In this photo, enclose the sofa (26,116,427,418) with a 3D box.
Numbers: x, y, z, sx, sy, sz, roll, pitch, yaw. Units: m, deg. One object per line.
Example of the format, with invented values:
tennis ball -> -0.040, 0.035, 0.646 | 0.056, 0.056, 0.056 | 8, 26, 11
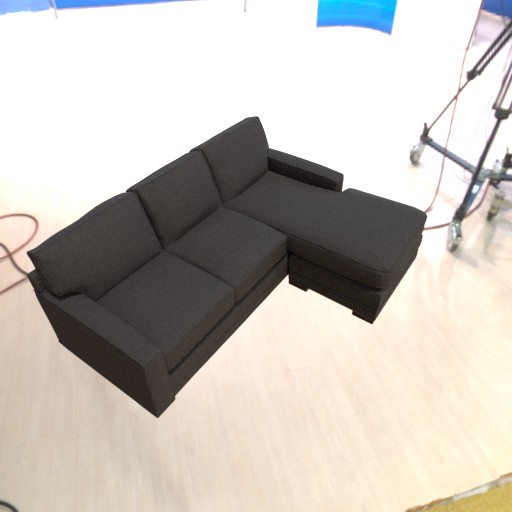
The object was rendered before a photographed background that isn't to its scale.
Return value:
sofa -> 0.000, 0.000, 3.201 | 1.790, 0.973, 2.370 | 26, 48, 25
